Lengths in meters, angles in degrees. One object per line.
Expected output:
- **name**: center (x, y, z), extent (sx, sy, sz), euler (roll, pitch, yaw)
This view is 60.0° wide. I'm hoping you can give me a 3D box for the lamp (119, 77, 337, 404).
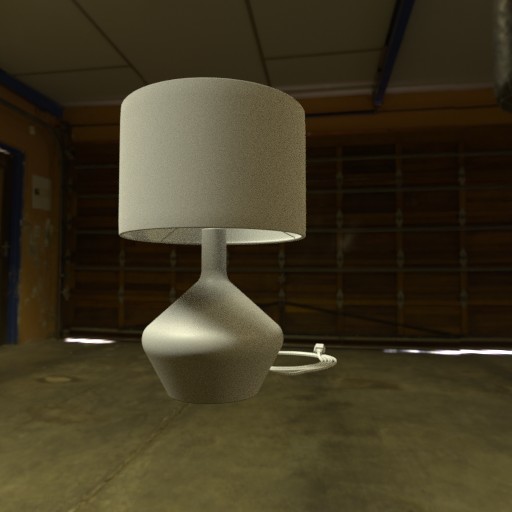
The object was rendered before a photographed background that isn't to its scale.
- **lamp**: center (0.000, 0.000, 0.848), extent (0.546, 0.457, 0.401), euler (2, -4, -36)
